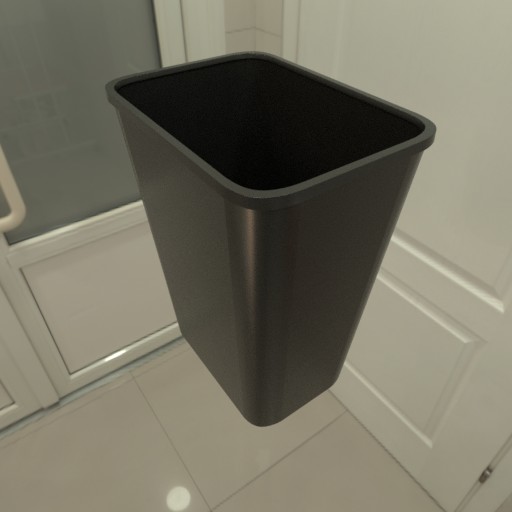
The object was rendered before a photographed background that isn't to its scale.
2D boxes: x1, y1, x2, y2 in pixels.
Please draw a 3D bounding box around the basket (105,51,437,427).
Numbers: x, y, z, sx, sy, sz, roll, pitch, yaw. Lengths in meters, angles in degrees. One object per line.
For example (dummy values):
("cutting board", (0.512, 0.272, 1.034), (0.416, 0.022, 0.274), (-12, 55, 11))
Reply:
("basket", (0.000, 0.000, 0.741), (0.287, 0.521, 0.394), (-25, 46, -26))
